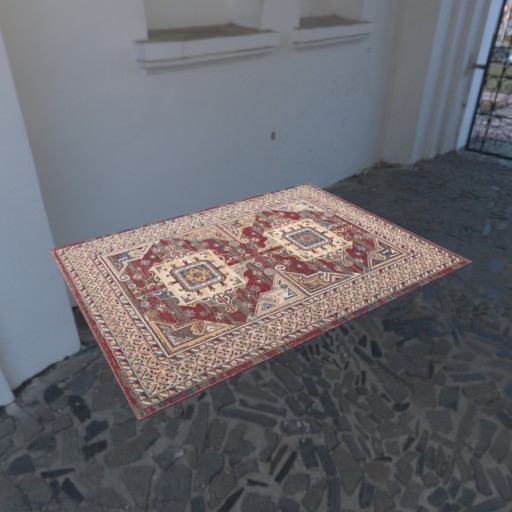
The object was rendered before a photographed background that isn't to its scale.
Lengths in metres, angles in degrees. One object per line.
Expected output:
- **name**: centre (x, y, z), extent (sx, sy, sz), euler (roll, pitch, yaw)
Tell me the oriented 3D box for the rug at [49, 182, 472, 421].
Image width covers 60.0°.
- **rug**: centre (0.000, 0.000, 4.173), extent (3.197, 0.013, 2.381), euler (-19, 35, -28)
